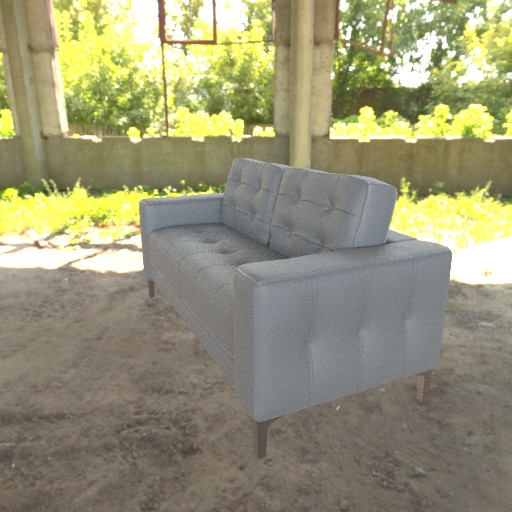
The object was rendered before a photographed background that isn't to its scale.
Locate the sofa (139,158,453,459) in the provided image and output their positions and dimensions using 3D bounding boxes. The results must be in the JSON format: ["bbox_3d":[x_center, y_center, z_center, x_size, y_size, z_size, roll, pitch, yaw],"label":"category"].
[{"bbox_3d":[0.000,0.000,2.236,0.833,0.892,1.726,-8,18,-25],"label":"sofa"}]
